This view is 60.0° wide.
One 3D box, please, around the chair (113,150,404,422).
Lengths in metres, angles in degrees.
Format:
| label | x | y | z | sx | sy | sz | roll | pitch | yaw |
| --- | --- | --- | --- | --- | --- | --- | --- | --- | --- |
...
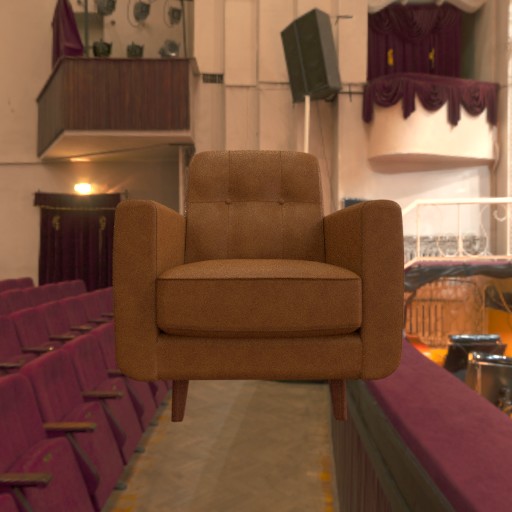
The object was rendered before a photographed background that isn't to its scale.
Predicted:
| label | x | y | z | sx | sy | sz | roll | pitch | yaw |
| --- | --- | --- | --- | --- | --- | --- | --- | --- | --- |
| chair | 0.000 | 0.000 | 1.715 | 0.845 | 0.968 | 0.942 | 0 | 0 | -1 |
